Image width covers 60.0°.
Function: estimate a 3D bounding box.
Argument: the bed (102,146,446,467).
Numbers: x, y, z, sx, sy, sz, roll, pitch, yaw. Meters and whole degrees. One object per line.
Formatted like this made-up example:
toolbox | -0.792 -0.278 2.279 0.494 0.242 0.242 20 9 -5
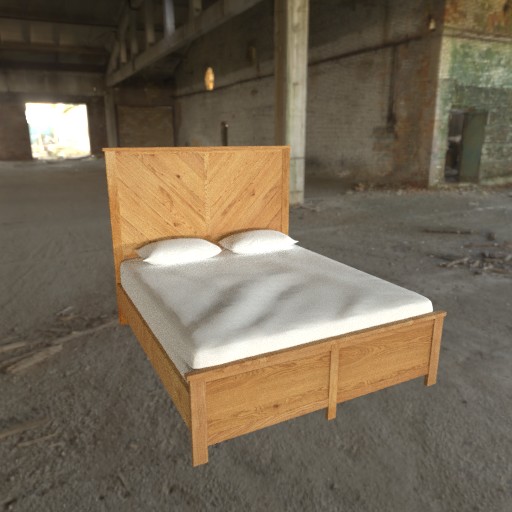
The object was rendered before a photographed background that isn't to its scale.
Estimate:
bed | 0.000 0.000 3.620 1.936 1.686 2.201 -8 17 -26
